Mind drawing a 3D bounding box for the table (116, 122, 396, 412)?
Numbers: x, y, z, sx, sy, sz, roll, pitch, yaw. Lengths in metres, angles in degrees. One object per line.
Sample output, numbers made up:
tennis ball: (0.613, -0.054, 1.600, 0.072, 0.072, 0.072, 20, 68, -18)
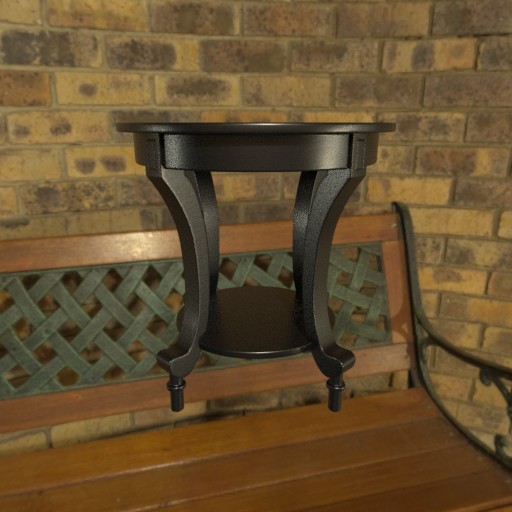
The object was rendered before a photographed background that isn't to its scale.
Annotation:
table: (0.000, 0.000, 1.073, 0.597, 0.618, 0.597, 0, 17, 0)
